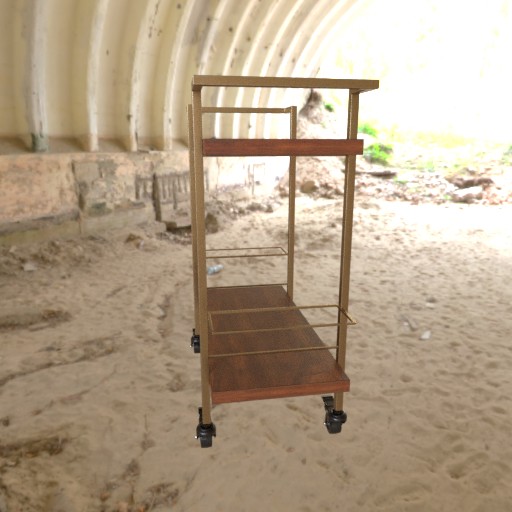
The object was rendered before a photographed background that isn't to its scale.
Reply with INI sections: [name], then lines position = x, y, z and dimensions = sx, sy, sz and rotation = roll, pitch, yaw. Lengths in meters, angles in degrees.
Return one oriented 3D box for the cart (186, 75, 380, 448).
[cart]
position = 0.000, 0.000, 1.189
dimensions = 0.364, 0.807, 0.695
rotation = -2, 14, -9
